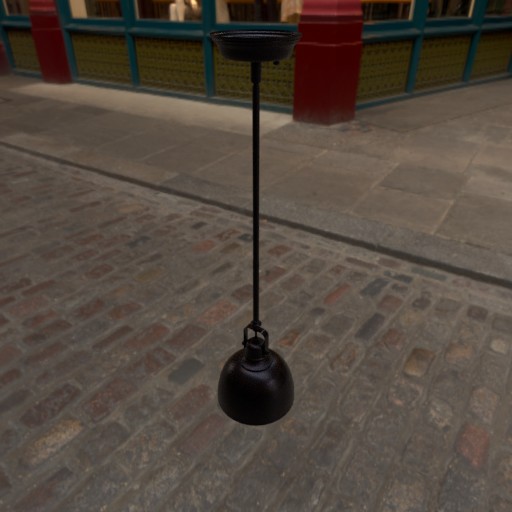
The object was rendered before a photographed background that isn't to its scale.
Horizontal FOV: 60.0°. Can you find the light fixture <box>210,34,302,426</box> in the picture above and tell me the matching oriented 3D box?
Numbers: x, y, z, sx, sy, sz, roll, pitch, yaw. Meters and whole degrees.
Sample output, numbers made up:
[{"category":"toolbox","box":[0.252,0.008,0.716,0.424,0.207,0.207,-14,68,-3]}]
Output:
[{"category":"light fixture","box":[0.000,0.000,0.852,0.182,0.768,0.182,18,36,27]}]
